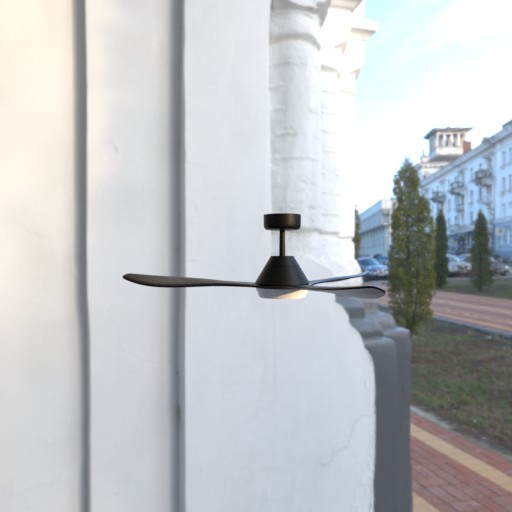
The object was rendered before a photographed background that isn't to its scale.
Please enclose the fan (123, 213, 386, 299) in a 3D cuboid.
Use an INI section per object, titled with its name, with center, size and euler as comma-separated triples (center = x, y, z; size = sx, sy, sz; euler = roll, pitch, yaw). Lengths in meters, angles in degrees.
[fan]
center = 0.000, 0.000, 1.592
size = 1.067, 0.305, 1.067
euler = 0, 0, 0
